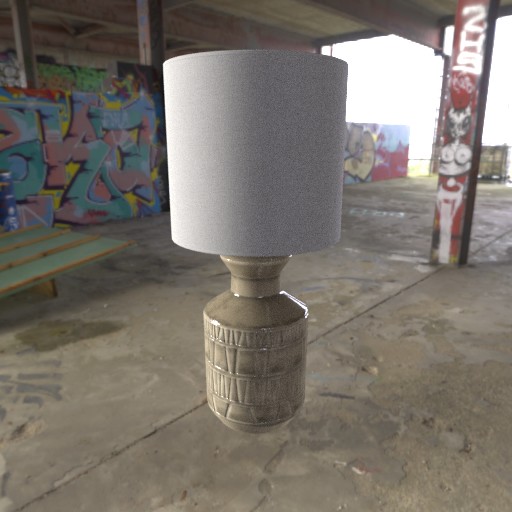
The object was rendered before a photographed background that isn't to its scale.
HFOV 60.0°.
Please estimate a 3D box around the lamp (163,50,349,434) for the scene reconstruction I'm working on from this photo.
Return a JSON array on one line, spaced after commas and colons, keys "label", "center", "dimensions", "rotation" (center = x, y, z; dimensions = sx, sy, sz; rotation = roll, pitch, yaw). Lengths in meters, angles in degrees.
[{"label": "lamp", "center": [0.000, 0.000, 0.573], "dimensions": [0.211, 0.455, 0.211], "rotation": [-8, 17, -26]}]
